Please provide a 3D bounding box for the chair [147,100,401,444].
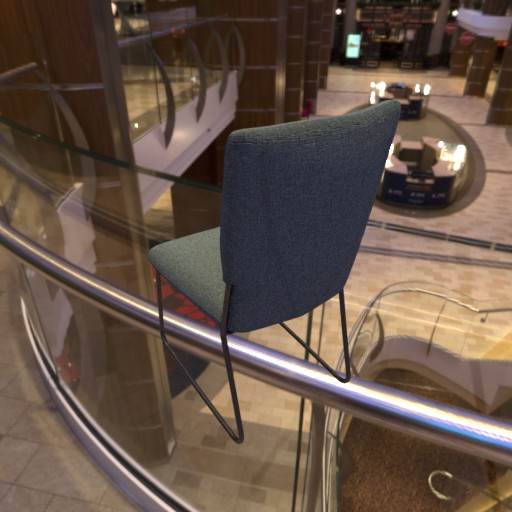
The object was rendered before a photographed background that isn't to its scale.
[{"bbox_3d":[0.000,0.000,1.306,0.480,0.931,0.635,-19,36,-28],"label":"chair"}]
